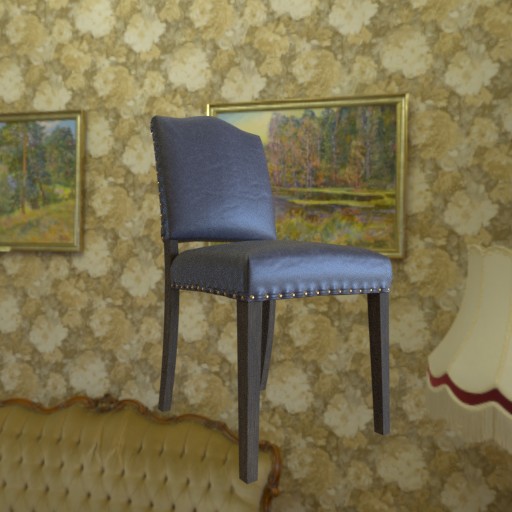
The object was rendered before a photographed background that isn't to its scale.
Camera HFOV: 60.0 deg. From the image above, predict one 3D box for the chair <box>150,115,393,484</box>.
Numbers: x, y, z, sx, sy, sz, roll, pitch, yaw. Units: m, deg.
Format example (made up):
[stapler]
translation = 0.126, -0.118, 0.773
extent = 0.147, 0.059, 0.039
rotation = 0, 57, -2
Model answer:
[chair]
translation = 0.000, 0.000, 1.348
extent = 0.500, 0.991, 0.633
rotation = 0, 0, -36
